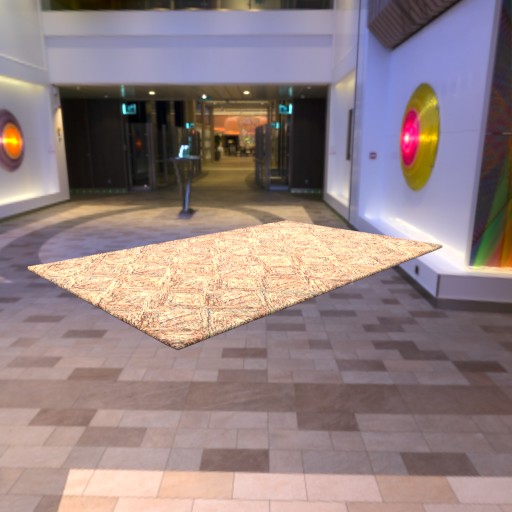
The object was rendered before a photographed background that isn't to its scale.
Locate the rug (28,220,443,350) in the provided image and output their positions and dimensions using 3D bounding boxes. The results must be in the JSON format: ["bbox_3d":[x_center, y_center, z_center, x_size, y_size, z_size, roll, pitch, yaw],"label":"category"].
[{"bbox_3d":[0.000,0.000,2.191,1.143,0.014,1.761,14,20,43],"label":"rug"}]
